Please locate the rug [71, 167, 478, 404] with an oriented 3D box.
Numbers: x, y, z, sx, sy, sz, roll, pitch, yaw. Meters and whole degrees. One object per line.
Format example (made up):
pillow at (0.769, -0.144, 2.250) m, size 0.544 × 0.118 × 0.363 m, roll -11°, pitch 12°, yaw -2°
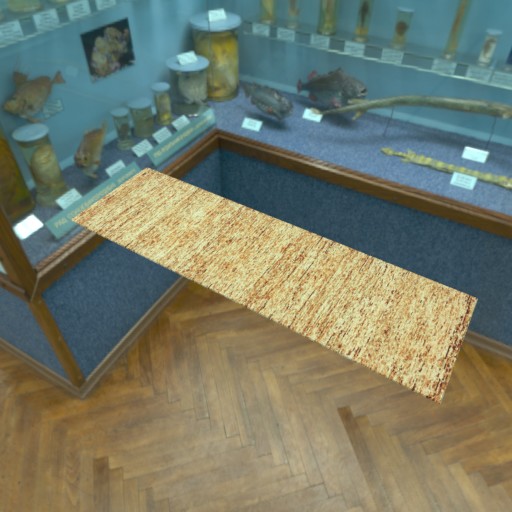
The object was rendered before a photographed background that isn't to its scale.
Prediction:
rug at (0.000, 0.000, 2.473) m, size 2.237 × 0.014 × 0.680 m, roll 24°, pitch 49°, yaw 22°
